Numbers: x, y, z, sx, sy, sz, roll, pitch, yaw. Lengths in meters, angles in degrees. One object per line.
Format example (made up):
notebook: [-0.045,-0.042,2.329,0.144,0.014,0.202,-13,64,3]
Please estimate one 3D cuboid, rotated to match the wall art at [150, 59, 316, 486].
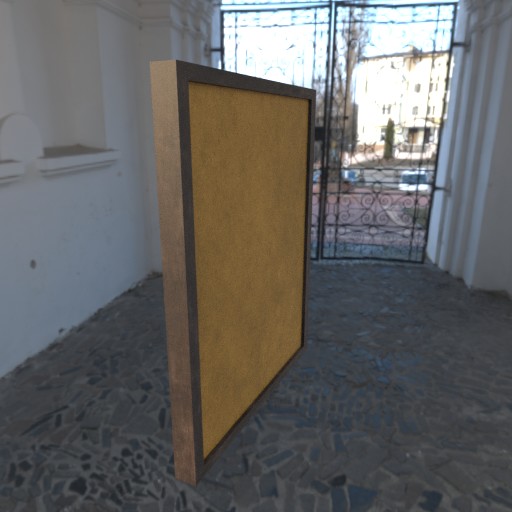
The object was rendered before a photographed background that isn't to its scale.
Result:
wall art: [0.000,0.000,0.547,0.027,0.406,0.329,8,18,25]
